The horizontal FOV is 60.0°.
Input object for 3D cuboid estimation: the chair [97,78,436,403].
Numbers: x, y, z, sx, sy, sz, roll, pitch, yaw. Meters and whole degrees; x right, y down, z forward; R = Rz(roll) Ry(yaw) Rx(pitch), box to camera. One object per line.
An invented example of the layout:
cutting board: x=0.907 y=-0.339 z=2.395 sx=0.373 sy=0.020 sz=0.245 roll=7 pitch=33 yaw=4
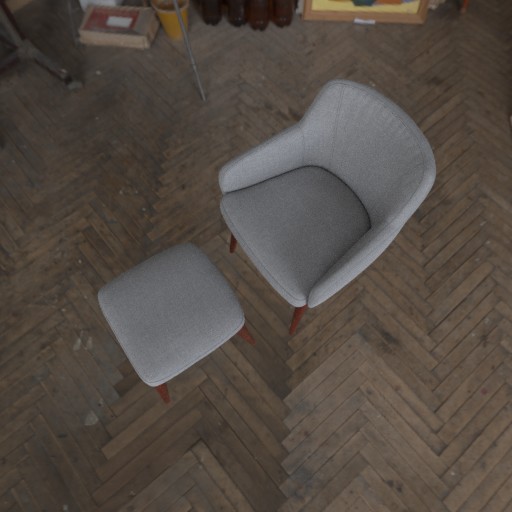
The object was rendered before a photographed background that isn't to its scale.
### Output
chair: x=0.000 y=0.000 z=1.580 sx=1.107 sy=0.799 sz=0.584 roll=-32 pitch=69 yaw=-14
